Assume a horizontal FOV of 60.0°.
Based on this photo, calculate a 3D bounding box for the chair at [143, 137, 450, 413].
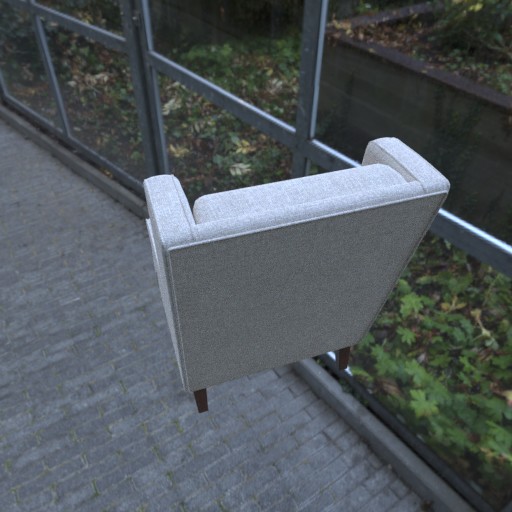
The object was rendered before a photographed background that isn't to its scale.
[{"bbox_3d":[0.000,0.000,1.733,0.764,1.082,0.948,-13,43,-14],"label":"chair"}]
